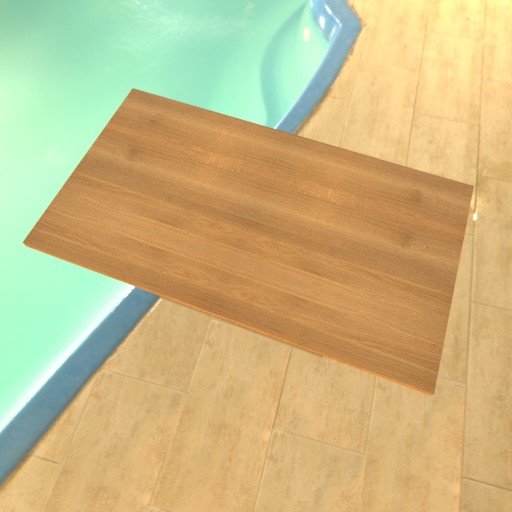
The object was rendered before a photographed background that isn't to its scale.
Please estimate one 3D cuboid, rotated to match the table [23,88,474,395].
[{"bbox_3d":[0.000,0.000,2.117,1.600,0.750,0.900,19,64,9],"label":"table"}]
